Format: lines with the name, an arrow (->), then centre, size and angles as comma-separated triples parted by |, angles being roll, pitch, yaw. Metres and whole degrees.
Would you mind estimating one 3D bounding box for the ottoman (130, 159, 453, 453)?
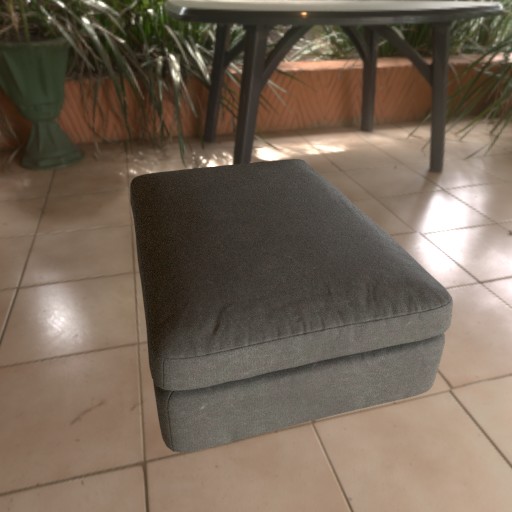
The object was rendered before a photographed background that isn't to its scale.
ottoman -> 0.000, 0.000, 1.633 | 0.840, 0.429, 1.199 | -9, 33, -14
